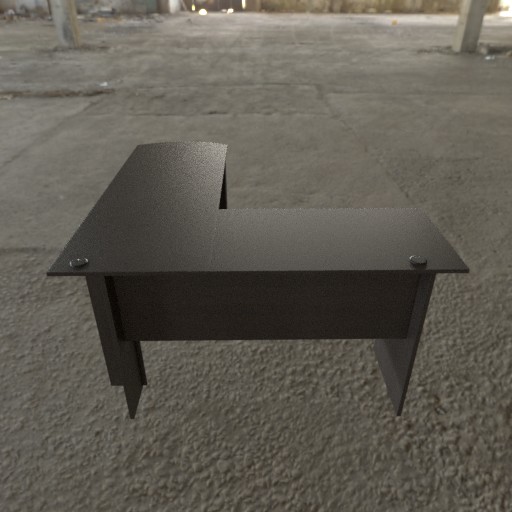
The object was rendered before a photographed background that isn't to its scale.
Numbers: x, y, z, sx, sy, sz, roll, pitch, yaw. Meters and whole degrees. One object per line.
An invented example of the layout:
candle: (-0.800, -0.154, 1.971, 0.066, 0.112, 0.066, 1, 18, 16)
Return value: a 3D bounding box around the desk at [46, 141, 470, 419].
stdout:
desk: (0.000, 0.000, 2.129, 1.303, 0.716, 1.361, 0, 31, -1)
